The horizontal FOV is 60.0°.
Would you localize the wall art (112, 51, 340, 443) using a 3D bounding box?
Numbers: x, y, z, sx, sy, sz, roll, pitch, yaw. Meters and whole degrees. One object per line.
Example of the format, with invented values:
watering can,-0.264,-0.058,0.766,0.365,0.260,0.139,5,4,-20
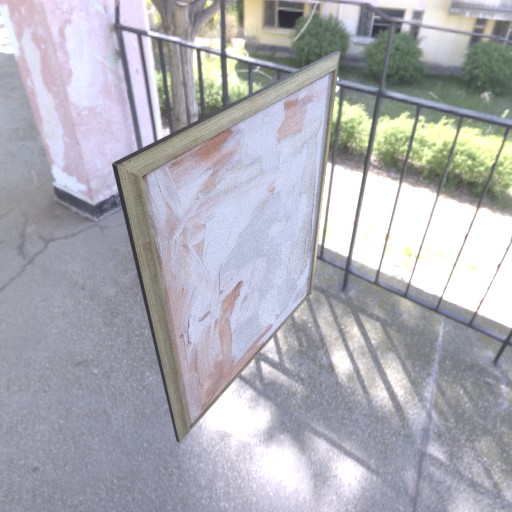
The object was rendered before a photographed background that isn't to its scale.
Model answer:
wall art,0.000,0.000,0.904,0.018,0.660,0.559,25,46,27
